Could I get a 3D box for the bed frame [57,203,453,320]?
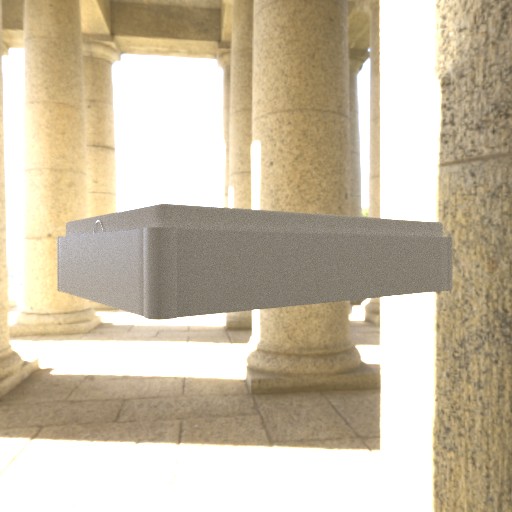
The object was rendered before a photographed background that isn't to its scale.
[{"bbox_3d":[0.000,0.000,2.614,1.900,0.406,1.400,-1,1,-37],"label":"bed frame"}]
